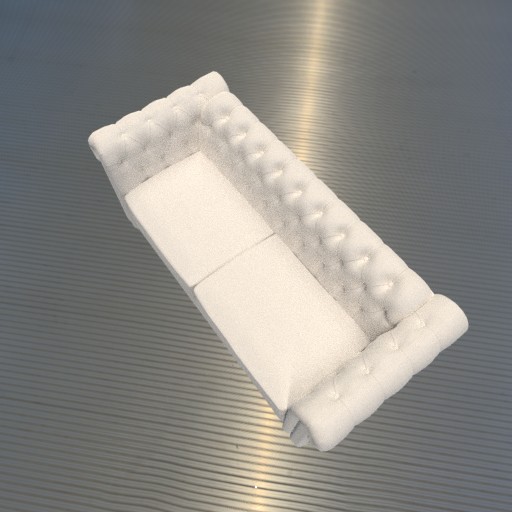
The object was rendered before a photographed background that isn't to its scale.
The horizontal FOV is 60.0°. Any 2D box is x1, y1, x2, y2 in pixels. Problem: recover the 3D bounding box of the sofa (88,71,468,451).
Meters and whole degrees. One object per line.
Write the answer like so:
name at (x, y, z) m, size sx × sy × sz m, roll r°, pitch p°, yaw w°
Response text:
sofa at (0.000, 0.000, 2.257) m, size 0.771 × 0.796 × 1.798 m, roll -34°, pitch 67°, yaw -16°
